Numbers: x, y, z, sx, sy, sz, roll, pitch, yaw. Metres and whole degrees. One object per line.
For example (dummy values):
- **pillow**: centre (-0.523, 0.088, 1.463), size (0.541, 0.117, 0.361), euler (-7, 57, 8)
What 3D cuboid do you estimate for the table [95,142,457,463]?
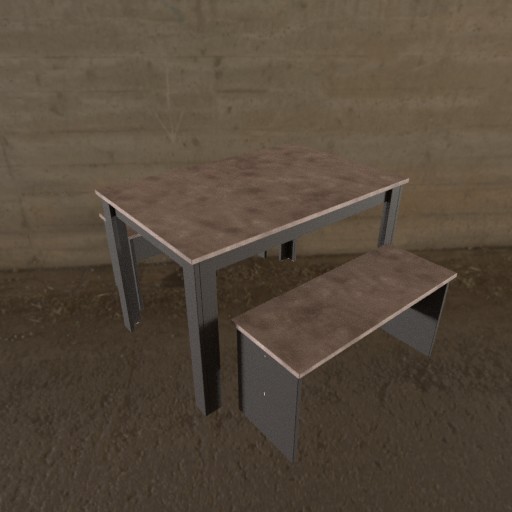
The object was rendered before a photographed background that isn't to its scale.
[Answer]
- **table**: centre (0.000, 0.000, 2.030), size (1.100, 0.700, 1.443), euler (-22, 36, -33)
